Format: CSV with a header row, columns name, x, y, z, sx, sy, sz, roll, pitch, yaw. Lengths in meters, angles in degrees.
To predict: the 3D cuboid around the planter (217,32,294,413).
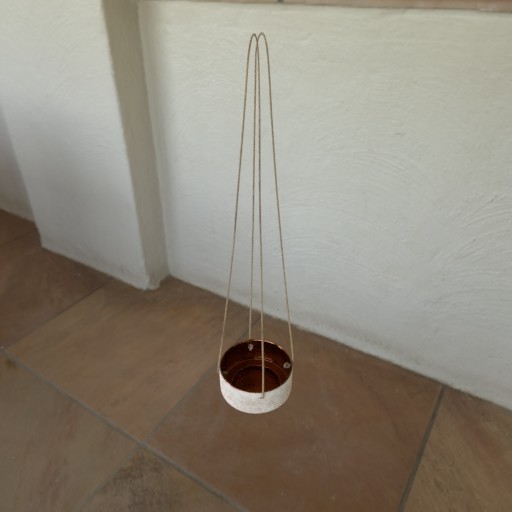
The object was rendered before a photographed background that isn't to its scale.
name,x,y,z,sx,sy,sz,roll,pitch,yaw
planter,0.000,0.000,1.140,0.223,1.030,0.223,21,38,29
